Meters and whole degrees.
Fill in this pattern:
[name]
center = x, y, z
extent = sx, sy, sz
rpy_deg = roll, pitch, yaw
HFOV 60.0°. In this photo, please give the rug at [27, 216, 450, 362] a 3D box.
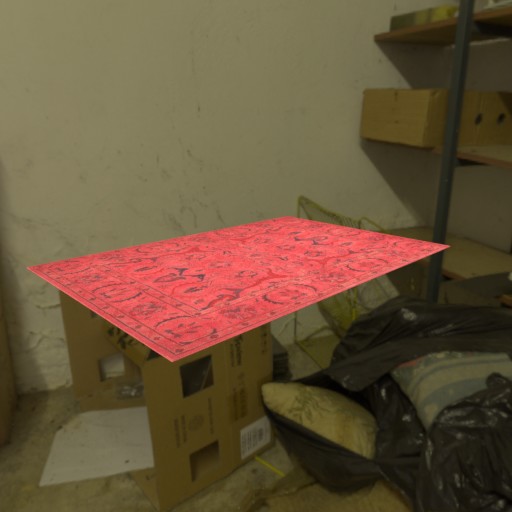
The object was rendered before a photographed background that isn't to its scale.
[rug]
center = 0.000, 0.000, 2.258
extent = 1.814, 0.008, 1.209
rpy_deg = -15, 22, -42
